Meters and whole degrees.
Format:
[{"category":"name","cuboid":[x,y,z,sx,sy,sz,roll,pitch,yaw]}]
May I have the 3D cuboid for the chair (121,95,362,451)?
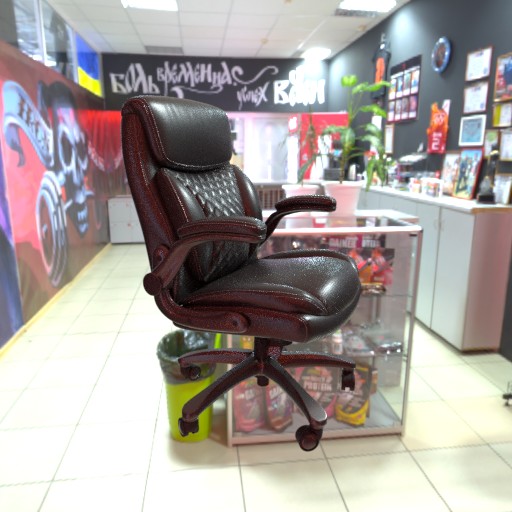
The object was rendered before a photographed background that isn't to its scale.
[{"category":"chair","cuboid":[0.000,0.000,1.609,0.724,1.110,0.782,6,15,25]}]
